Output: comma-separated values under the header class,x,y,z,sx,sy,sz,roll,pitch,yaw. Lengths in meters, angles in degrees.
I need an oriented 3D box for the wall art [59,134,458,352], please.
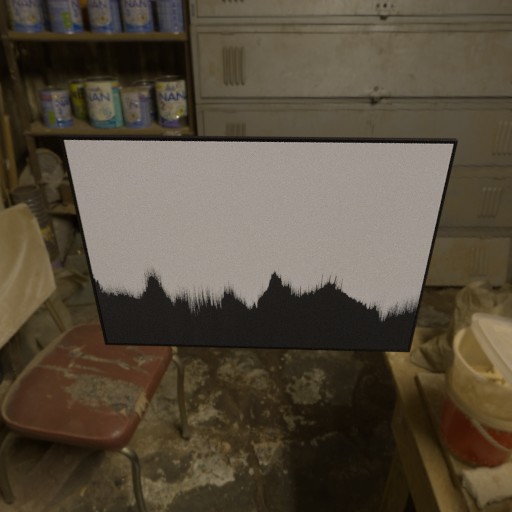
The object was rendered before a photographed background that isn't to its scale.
class,x,y,z,sx,sy,sz,roll,pitch,yaw
wall art,0.000,0.000,1.235,0.957,0.660,0.019,1,30,2
